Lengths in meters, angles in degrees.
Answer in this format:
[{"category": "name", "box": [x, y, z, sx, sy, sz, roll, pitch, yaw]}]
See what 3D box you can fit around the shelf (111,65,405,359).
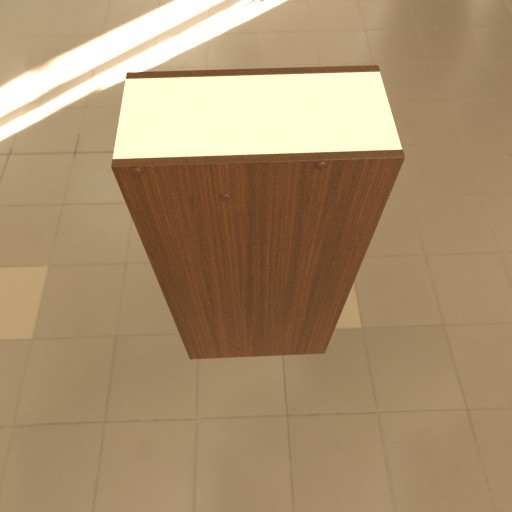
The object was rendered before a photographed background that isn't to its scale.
[{"category": "shelf", "box": [0.000, 0.000, 0.730, 0.290, 0.600, 0.147, -2, 59, -1]}]
